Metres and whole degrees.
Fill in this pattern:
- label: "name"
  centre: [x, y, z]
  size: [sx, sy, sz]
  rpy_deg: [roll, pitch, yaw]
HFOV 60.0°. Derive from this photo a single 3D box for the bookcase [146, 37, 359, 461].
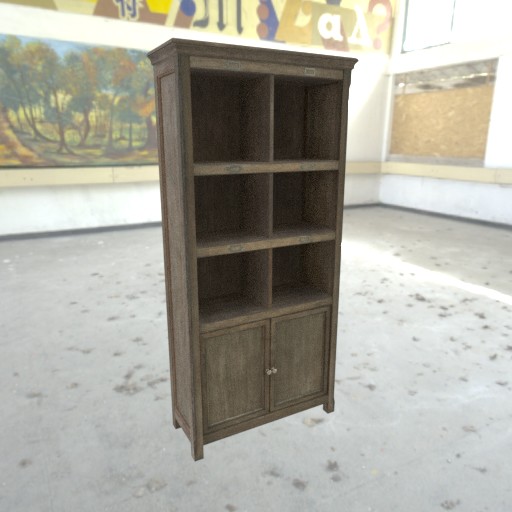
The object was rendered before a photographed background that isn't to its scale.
- label: "bookcase"
  centre: [0.000, 0.000, 2.240]
  size: [0.906, 1.880, 0.348]
  rpy_deg: [-8, 17, -28]
